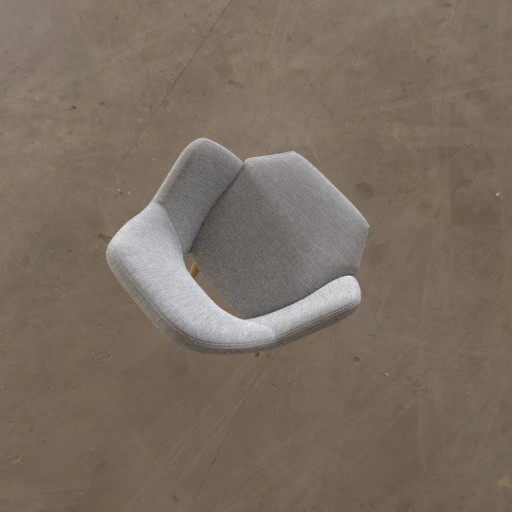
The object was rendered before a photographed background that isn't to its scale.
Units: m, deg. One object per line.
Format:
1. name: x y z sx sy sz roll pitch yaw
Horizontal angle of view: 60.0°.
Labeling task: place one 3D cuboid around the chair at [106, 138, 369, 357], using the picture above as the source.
1. chair: 0.000 0.000 1.282 0.610 0.840 0.590 -41 78 -10
